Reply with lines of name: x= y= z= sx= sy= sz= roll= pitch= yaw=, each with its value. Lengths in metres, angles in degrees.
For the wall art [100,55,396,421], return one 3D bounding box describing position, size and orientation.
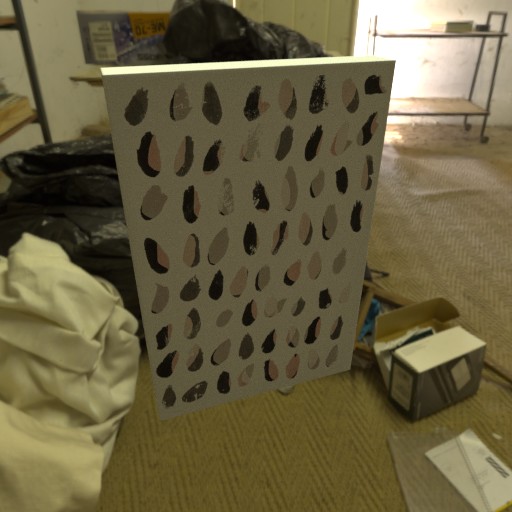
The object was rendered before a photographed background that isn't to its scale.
wall art: x=0.000 y=0.000 z=0.475 sx=0.252 sy=0.381 sz=0.039 roll=-10 pitch=32 yaw=-16
